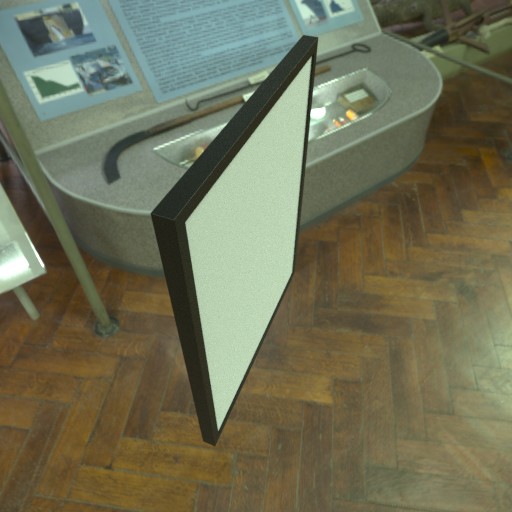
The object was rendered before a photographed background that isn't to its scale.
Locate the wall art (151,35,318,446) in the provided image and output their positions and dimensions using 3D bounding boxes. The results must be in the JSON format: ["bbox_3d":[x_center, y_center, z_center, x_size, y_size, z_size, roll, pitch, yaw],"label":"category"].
[{"bbox_3d":[0.000,0.000,0.537,0.018,0.397,0.325,17,49,15],"label":"wall art"}]
